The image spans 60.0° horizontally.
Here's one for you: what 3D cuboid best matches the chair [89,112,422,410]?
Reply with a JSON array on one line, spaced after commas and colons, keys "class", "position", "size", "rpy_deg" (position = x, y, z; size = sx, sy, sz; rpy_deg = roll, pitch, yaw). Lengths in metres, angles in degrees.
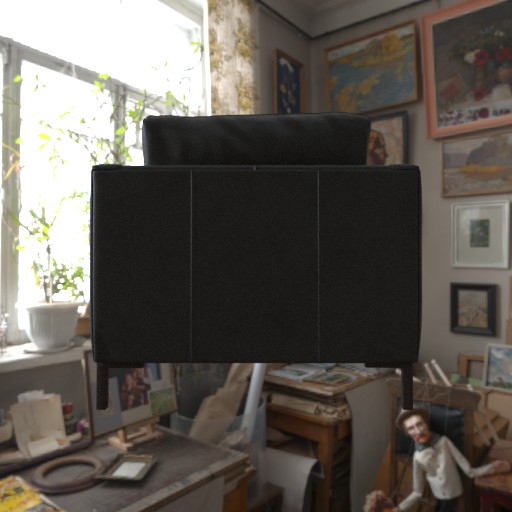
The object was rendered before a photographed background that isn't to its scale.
[{"class": "chair", "position": [0.000, 0.000, 1.517], "size": [0.967, 0.824, 0.861], "rpy_deg": [0, -1, 0]}]
